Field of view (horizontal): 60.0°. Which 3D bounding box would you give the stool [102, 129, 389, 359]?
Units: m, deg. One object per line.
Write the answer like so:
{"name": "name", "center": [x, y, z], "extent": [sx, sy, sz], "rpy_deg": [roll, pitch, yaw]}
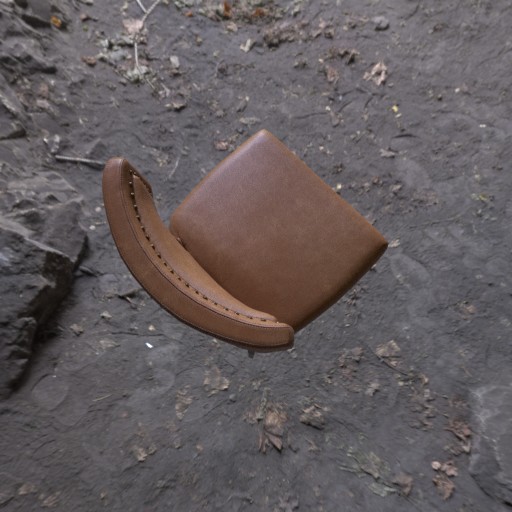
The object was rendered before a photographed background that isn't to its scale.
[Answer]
{"name": "stool", "center": [0.000, 0.000, 1.318], "extent": [0.563, 0.982, 0.526], "rpy_deg": [-43, 79, -11]}
